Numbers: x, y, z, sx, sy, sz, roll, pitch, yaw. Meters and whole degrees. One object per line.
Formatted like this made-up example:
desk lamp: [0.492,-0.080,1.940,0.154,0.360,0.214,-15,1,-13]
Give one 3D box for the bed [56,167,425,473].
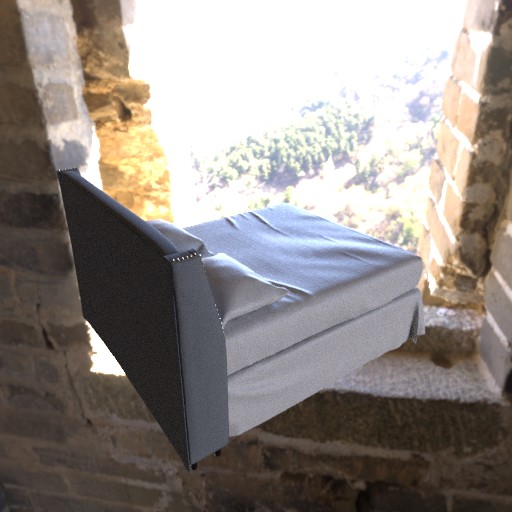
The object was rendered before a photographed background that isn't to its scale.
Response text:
bed: [0.000,0.000,3.420,2.276,1.332,1.925,-17,30,-32]
